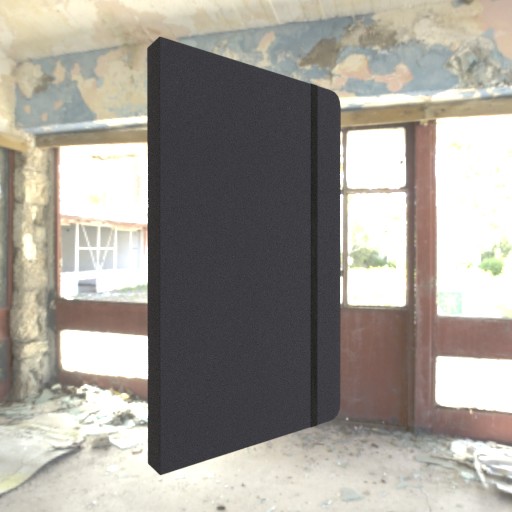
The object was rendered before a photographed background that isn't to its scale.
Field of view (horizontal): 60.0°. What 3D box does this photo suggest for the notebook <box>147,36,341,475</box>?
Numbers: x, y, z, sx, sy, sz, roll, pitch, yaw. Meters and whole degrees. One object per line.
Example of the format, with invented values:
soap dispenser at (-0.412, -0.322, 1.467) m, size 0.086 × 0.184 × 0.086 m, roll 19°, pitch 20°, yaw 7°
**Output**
notebook at (0.000, 0.000, 0.258) m, size 0.127 × 0.213 × 0.016 m, roll 0°, pitch 0°, yaw -37°
